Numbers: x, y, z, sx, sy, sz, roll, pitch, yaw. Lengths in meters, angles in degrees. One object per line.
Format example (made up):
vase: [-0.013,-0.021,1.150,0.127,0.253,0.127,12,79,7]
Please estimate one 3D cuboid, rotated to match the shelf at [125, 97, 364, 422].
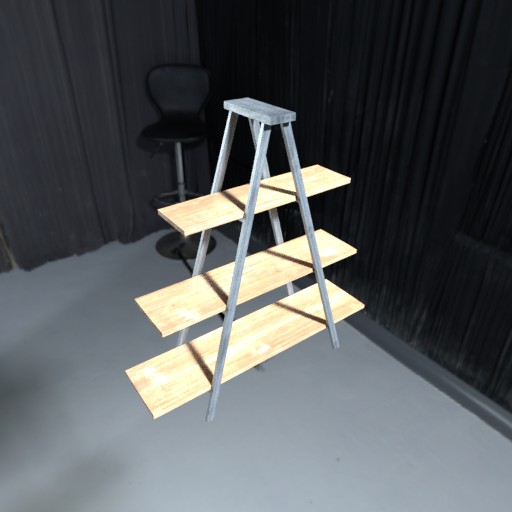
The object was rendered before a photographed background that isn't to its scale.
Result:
shelf: [0.000,0.000,2.764,1.746,1.808,0.508,-21,37,-30]
